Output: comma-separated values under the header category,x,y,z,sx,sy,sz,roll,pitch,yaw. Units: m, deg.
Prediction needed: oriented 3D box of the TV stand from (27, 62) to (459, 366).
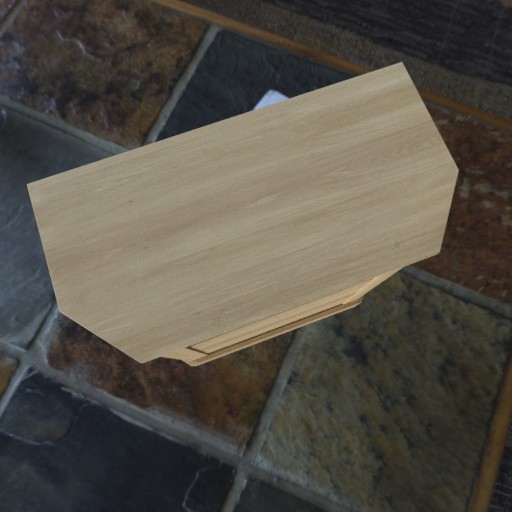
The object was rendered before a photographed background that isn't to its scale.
category,x,y,z,sx,sy,sz,roll,pitch,yaw
TV stand,0.000,0.000,1.279,0.851,0.781,0.425,-20,76,-5
